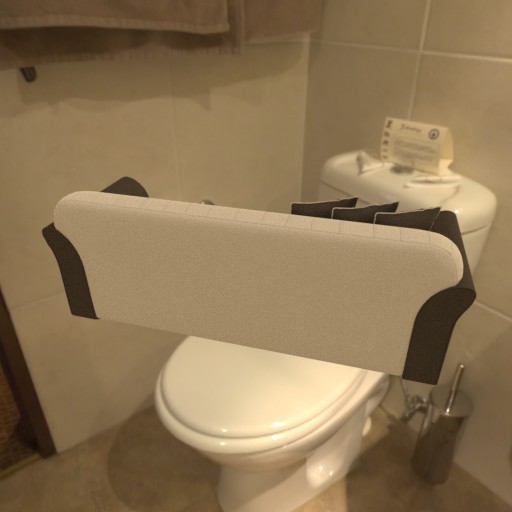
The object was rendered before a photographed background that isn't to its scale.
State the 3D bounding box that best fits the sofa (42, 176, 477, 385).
[{"bbox_3d":[0.000,0.000,2.370,2.001,0.787,0.755,8,31,14],"label":"sofa"}]
